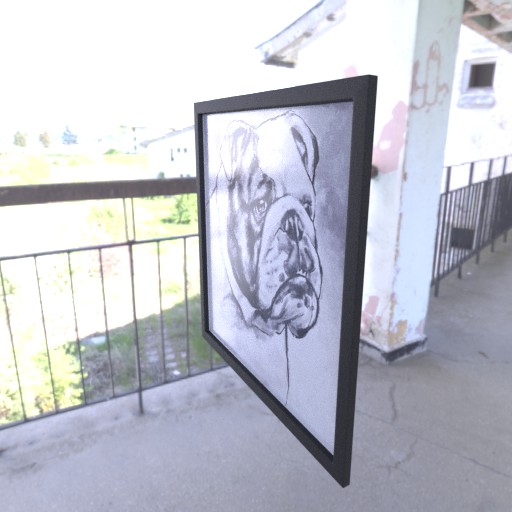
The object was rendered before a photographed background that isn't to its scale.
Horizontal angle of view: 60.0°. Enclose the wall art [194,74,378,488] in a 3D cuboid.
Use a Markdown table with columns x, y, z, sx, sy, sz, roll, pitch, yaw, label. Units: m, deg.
| x | y | z | sx | sy | sz | roll | pitch | yaw | label |
| --- | --- | --- | --- | --- | --- | --- | --- | --- | --- |
| 0.000 | 0.000 | 0.952 | 0.016 | 0.659 | 0.663 | -8 | 18 | -27 | wall art |
